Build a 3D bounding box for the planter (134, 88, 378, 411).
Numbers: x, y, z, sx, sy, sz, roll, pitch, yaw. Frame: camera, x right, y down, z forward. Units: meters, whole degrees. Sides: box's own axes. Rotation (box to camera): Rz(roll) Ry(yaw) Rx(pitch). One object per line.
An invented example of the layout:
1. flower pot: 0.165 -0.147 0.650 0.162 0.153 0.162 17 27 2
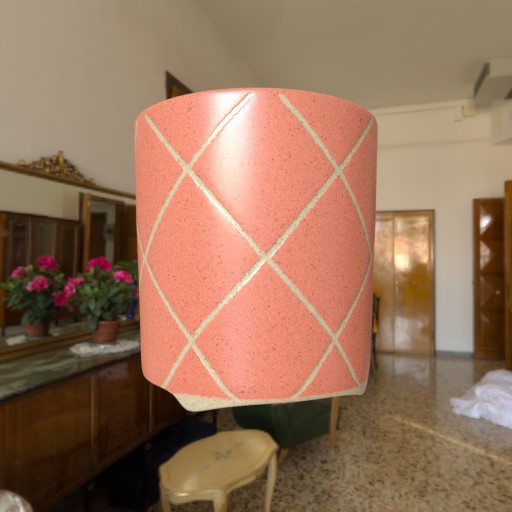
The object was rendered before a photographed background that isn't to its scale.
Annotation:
1. planter: 0.000 0.000 0.358 0.191 0.200 0.191 0 -1 0
